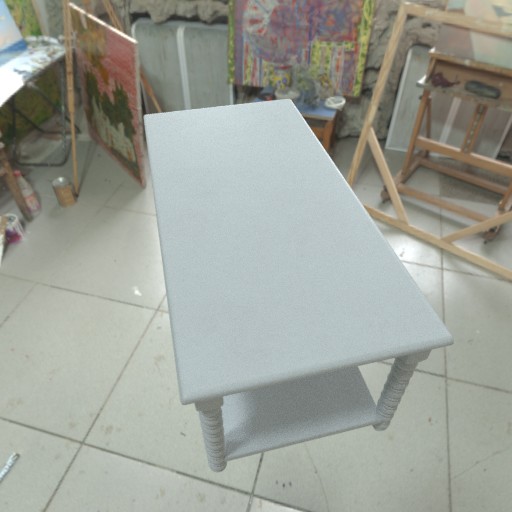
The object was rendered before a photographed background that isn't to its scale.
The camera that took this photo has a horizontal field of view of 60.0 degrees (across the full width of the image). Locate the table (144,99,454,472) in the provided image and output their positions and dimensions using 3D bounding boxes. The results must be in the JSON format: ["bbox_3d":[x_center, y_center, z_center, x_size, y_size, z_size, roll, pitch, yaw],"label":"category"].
[{"bbox_3d":[0.000,0.000,1.450,0.580,0.487,1.171,-10,45,-10],"label":"table"}]
